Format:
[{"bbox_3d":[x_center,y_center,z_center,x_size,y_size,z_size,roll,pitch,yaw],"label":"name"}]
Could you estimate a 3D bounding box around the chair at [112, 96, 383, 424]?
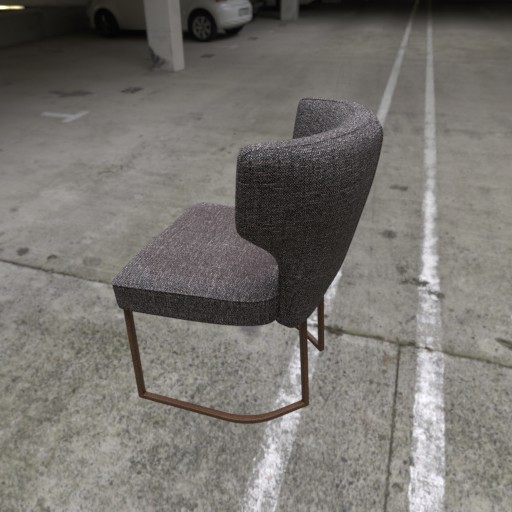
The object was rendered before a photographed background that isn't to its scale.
[{"bbox_3d":[0.000,0.000,1.289,0.617,0.824,0.611,9,31,15],"label":"chair"}]
